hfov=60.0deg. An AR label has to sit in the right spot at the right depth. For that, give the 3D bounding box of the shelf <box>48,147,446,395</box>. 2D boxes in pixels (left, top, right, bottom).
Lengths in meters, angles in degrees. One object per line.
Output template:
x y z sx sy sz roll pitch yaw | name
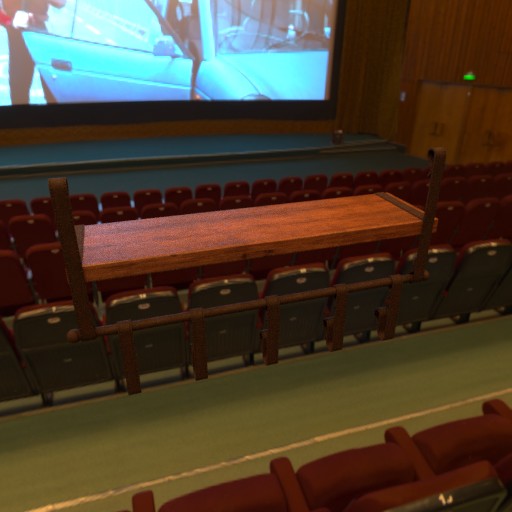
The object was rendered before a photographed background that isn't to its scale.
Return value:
0.000 0.000 0.697 0.567 0.330 0.146 -8 27 -16 | shelf
